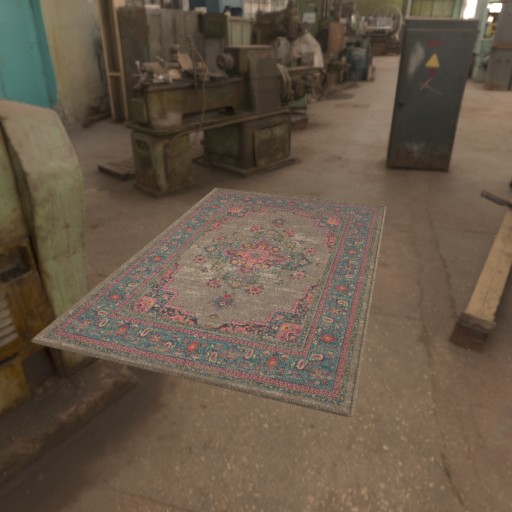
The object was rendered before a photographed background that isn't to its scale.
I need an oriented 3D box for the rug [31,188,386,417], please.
[{"bbox_3d":[0.000,0.000,2.169,1.144,0.014,1.748,8,29,16],"label":"rug"}]
